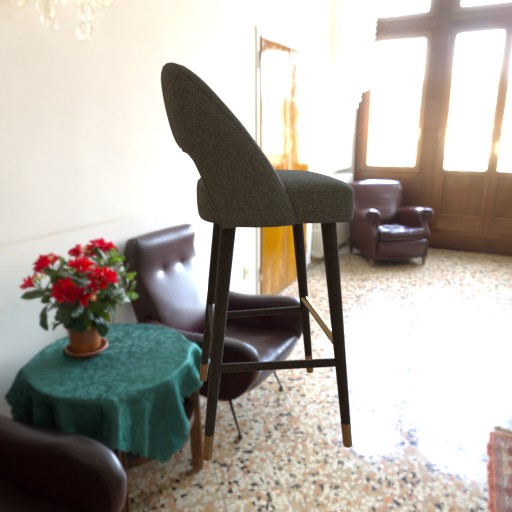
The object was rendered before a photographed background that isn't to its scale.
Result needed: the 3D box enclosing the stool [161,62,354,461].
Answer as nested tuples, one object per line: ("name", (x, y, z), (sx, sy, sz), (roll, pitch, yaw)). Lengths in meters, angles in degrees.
("stool", (0.000, 0.000, 1.379), (0.524, 1.089, 0.536), (-2, 15, -8))
